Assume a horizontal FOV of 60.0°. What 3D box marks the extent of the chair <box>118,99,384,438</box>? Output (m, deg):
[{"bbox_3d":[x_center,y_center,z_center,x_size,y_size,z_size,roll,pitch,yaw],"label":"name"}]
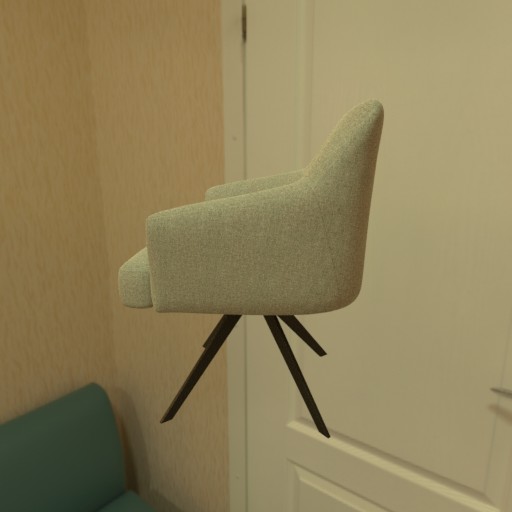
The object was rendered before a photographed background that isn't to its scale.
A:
[{"bbox_3d":[0.000,0.000,1.354,0.677,0.874,0.642,2,15,8],"label":"chair"}]
